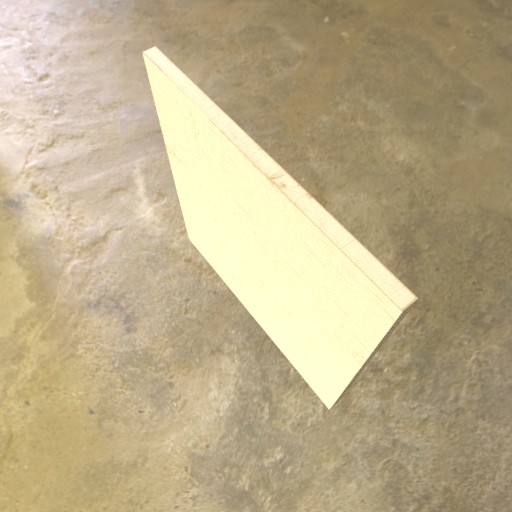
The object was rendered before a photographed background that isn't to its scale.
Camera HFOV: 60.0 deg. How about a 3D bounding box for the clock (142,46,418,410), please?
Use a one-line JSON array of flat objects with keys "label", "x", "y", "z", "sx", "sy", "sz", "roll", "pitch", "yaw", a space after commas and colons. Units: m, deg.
[{"label": "clock", "x": 0.000, "y": 0.000, "z": 1.061, "sx": 0.032, "sy": 0.705, "sz": 0.705, "roll": -34, "pitch": 66, "yaw": -18}]
